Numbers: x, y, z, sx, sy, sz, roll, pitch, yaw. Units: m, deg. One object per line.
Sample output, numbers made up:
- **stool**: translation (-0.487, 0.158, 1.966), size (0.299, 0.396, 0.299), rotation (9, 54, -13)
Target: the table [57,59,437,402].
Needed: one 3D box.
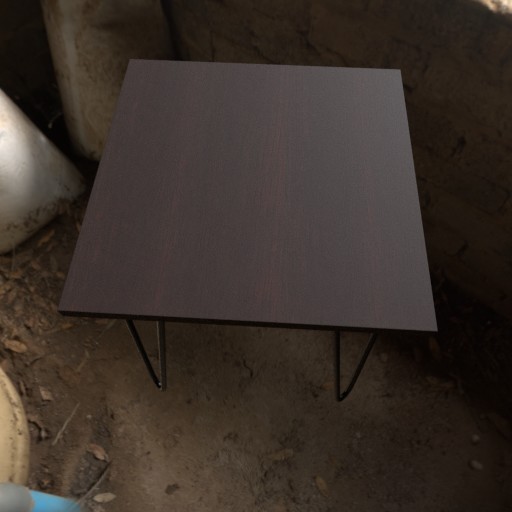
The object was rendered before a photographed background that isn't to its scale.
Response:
- **table**: translation (0.000, 0.000, 0.938), size (0.495, 0.559, 0.495), rotation (3, 62, 2)
